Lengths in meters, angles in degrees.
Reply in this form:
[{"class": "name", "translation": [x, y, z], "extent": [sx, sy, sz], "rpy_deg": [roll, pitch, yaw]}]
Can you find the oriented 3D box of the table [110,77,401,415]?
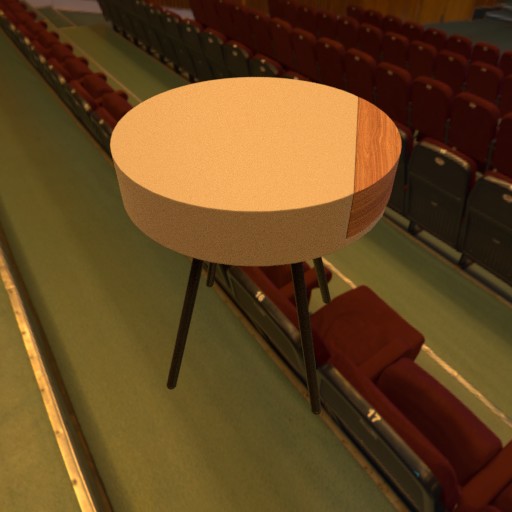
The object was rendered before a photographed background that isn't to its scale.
[{"class": "table", "translation": [0.000, 0.000, 0.853], "extent": [0.450, 0.525, 0.450], "rpy_deg": [0, 42, 0]}]
